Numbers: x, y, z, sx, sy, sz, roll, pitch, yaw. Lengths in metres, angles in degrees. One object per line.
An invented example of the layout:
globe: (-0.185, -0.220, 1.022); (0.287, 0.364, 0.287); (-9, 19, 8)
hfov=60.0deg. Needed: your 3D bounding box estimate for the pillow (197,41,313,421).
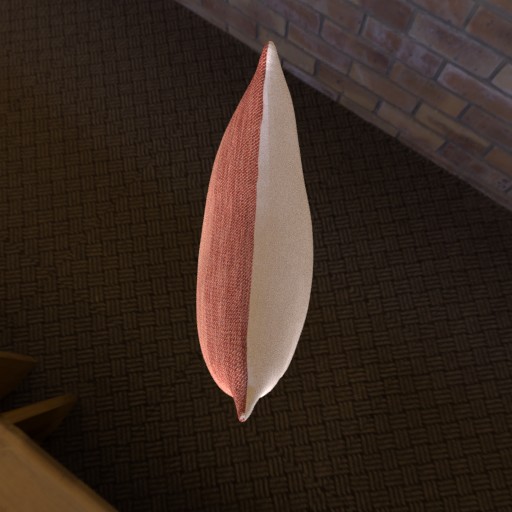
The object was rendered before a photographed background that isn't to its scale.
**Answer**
pillow: (0.000, 0.000, 0.684); (0.182, 0.441, 0.440); (4, 76, 1)
